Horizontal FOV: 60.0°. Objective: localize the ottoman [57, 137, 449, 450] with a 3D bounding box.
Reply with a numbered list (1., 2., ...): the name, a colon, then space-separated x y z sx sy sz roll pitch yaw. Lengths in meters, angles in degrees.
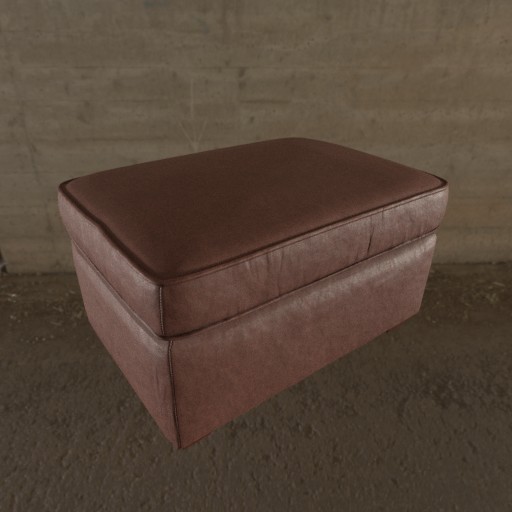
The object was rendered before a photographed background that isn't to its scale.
1. ottoman: 0.000 0.000 1.070 0.749 0.449 0.548 -20 34 -32
